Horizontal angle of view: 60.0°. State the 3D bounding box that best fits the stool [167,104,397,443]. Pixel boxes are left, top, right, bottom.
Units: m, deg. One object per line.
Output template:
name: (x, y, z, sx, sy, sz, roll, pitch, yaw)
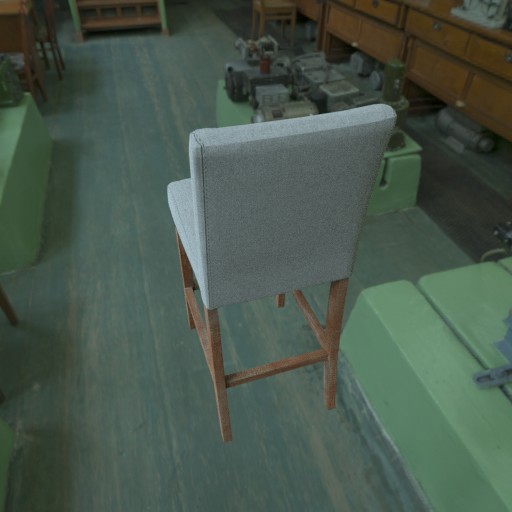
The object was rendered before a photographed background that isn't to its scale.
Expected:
stool: (0.000, 0.000, 1.378, 0.439, 1.088, 0.570, -12, 42, -14)
